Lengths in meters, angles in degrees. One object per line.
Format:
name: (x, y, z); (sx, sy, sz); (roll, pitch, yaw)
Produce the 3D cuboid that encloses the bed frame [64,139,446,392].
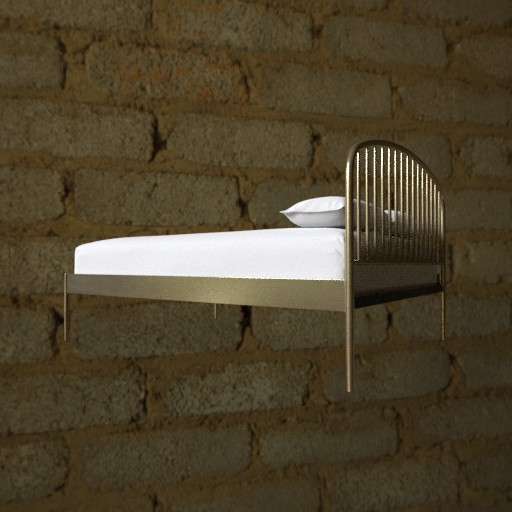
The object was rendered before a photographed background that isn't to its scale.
bed frame: (0.000, 0.000, 3.112); (2.152, 1.175, 1.612); (-1, -1, 36)
